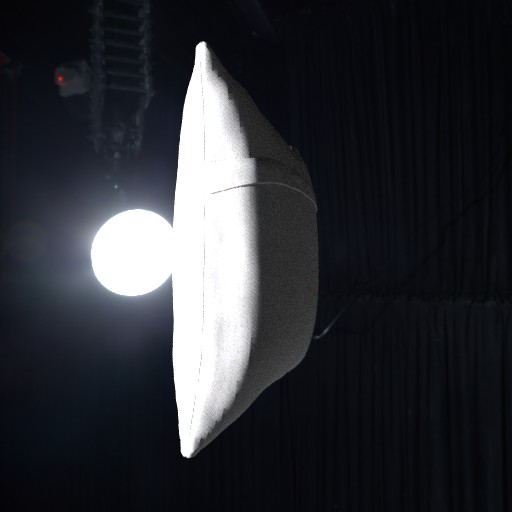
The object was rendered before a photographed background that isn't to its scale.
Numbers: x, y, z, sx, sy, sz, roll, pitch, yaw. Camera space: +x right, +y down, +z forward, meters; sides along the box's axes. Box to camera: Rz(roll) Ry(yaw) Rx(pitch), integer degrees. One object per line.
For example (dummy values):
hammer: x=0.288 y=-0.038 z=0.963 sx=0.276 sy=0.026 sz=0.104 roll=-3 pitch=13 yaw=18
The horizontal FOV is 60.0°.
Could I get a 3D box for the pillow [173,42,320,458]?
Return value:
pillow: x=0.000 y=0.000 z=0.663 sx=0.173 sy=0.436 sz=0.433 roll=-1 pitch=-2 yaw=18
